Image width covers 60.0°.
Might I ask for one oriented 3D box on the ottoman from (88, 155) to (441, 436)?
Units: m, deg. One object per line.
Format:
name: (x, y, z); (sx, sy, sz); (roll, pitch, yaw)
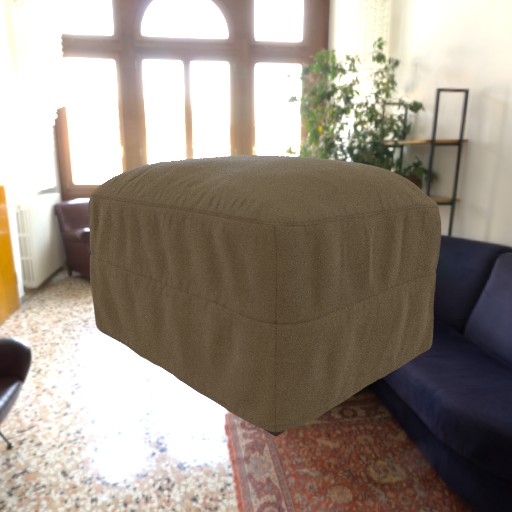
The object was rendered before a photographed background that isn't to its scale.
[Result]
ottoman: (0.000, 0.000, 1.080); (0.584, 0.480, 0.712); (-12, 18, -43)
